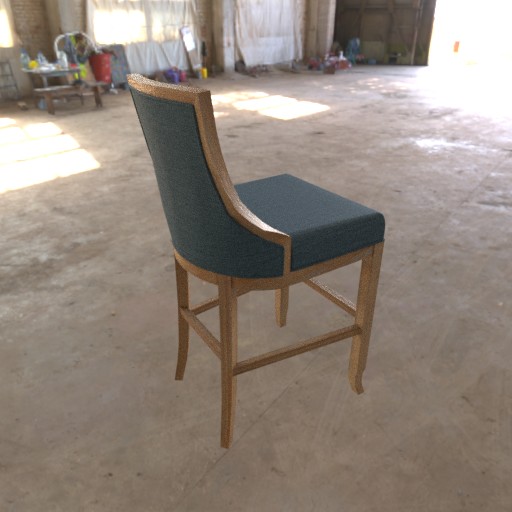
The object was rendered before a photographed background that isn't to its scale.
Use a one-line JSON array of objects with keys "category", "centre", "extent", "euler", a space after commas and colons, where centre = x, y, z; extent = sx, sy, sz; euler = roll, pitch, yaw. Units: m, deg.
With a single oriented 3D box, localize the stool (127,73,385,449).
[{"category": "stool", "centre": [0.000, 0.000, 1.444], "extent": [0.626, 1.101, 0.524], "euler": [-17, 32, -29]}]
